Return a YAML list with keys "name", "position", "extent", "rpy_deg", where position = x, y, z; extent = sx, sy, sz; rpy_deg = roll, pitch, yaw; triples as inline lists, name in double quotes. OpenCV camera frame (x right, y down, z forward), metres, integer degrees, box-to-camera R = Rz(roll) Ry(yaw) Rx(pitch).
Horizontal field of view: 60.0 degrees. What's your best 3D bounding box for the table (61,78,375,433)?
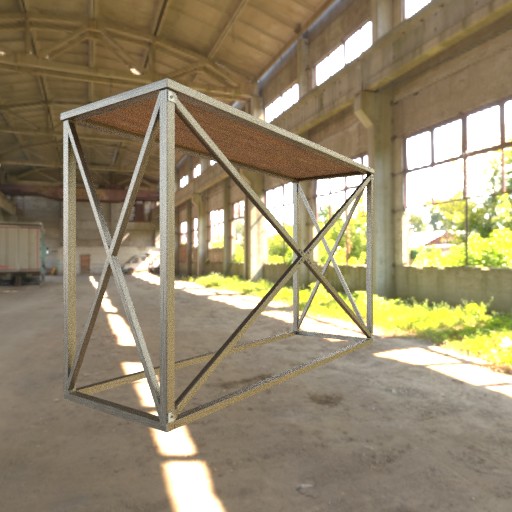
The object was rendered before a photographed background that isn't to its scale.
- name: "table"
  position: [0.000, 0.000, 1.547]
  extent: [0.402, 0.753, 1.216]
  rpy_deg: [0, 0, 35]
